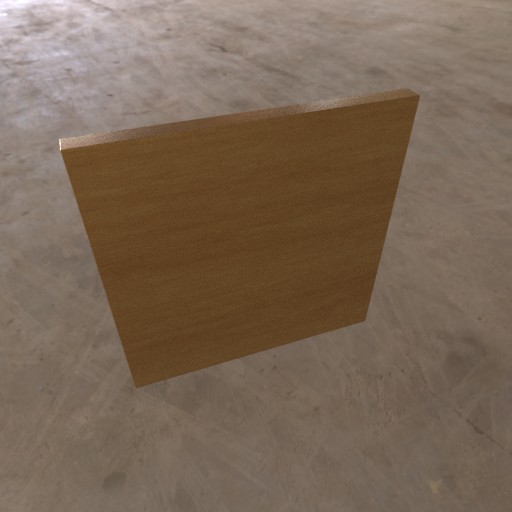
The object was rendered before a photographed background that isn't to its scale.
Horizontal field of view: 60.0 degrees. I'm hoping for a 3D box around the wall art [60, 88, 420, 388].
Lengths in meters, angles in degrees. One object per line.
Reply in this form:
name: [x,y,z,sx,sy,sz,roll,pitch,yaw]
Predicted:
wall art: [0.000,0.000,0.459,0.302,0.302,0.019,-13,43,-15]
